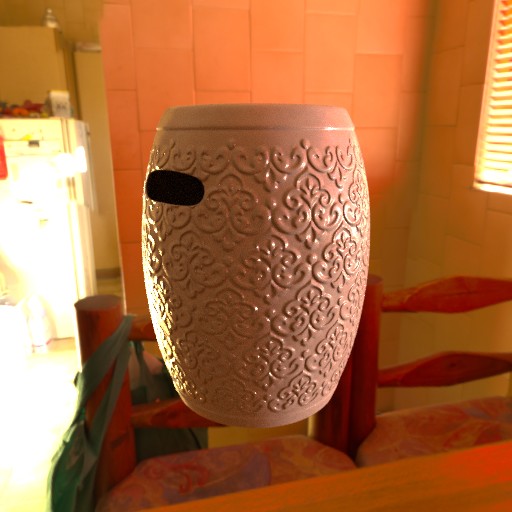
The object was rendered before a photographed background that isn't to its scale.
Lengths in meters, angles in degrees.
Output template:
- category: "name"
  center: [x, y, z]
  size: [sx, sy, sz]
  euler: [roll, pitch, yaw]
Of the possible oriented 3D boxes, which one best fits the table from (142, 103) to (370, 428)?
- category: "table"
  center: [0.000, 0.000, 0.625]
  size: [0.309, 0.397, 0.309]
  euler: [0, 16, 0]
